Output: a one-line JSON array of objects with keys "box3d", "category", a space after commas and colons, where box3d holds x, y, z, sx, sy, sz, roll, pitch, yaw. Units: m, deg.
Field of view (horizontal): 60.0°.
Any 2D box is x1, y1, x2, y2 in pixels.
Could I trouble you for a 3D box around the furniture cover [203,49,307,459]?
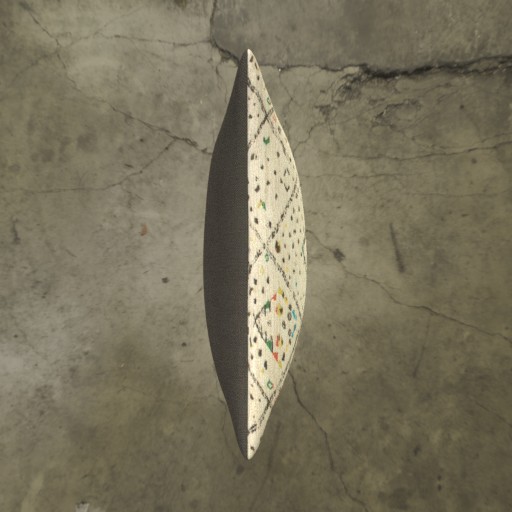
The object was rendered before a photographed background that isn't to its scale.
[{"box3d": [0.000, 0.000, 0.799, 0.180, 0.498, 0.525, 0, 90, 2], "category": "furniture cover"}]
